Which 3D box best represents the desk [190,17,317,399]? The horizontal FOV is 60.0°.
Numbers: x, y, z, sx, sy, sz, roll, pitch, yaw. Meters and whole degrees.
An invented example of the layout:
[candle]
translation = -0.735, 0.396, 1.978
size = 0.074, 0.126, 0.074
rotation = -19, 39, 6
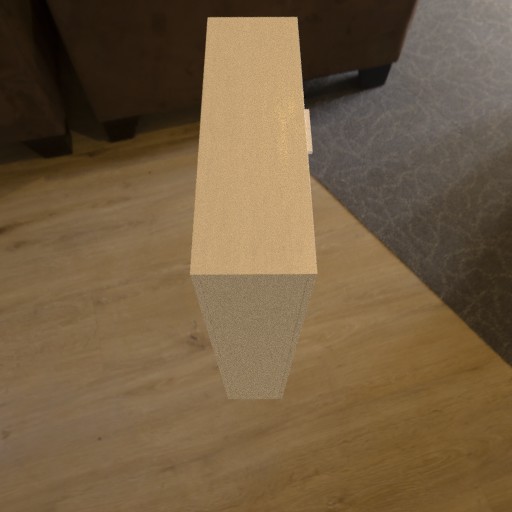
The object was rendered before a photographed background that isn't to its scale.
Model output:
[desk]
translation = 0.000, 0.000, 1.561
size = 0.250, 1.280, 0.750
rotation = 0, 62, 0
